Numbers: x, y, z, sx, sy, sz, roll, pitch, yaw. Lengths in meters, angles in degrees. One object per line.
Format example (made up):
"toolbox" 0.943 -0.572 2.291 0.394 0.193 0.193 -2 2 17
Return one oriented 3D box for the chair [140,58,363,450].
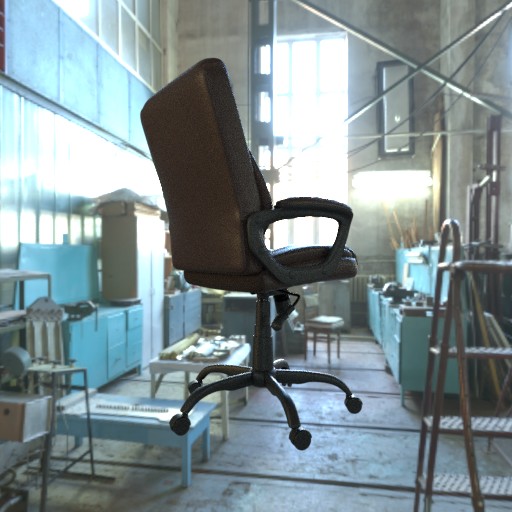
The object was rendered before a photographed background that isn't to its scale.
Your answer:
"chair" 0.000 0.000 1.497 0.655 1.072 0.615 0 1 -35
